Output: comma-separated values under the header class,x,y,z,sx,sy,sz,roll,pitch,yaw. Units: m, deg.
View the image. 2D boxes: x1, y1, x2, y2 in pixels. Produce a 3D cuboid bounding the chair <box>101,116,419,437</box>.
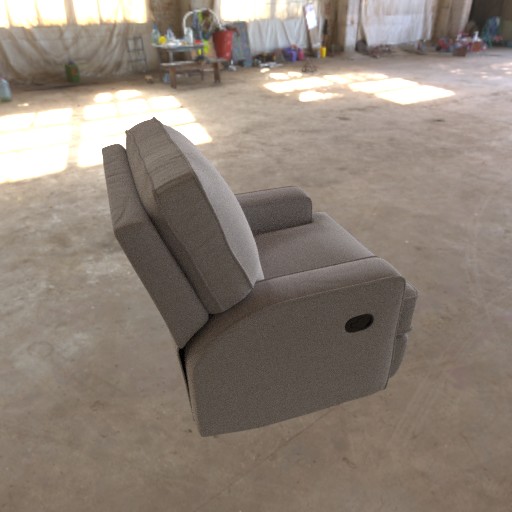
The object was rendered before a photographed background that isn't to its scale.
class,x,y,z,sx,sy,sz,roll,pitch,yaw
chair,0.000,0.000,1.666,0.969,0.964,0.861,-10,31,-16
